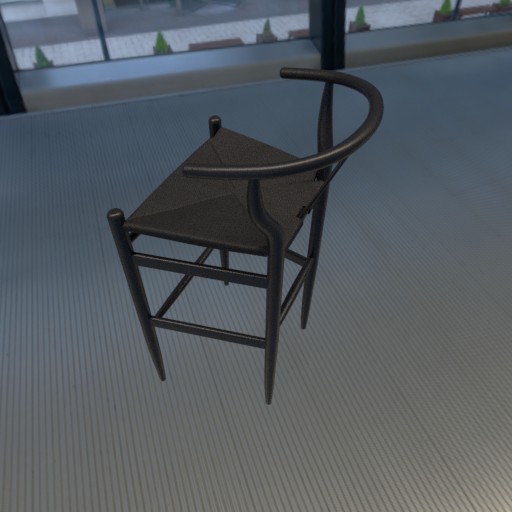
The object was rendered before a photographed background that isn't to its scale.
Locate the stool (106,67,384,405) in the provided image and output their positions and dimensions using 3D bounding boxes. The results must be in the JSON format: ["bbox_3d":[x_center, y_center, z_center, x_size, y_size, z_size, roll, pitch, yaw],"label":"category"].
[{"bbox_3d":[0.000,0.000,1.397,0.579,1.072,0.569,18,48,17],"label":"stool"}]
